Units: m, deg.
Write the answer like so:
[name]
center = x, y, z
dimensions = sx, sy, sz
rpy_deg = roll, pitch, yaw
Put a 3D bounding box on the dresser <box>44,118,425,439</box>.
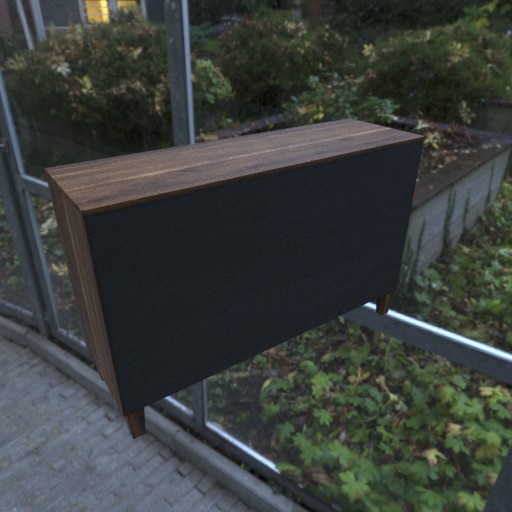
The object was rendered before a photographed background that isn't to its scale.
[dresser]
center = 0.000, 0.000, 1.852
dimensions = 1.387, 0.892, 0.438
rpy_deg = -18, 34, -30
